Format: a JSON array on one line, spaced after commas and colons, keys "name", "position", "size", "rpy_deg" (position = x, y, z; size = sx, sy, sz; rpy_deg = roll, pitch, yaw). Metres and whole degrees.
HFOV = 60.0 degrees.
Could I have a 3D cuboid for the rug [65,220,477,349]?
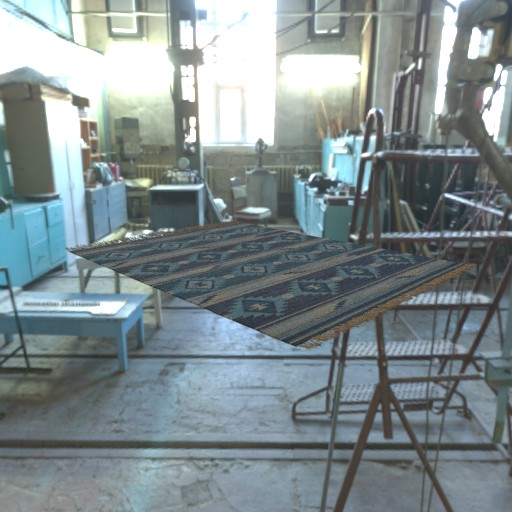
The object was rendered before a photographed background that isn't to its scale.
[{"name": "rug", "position": [0.000, 0.000, 4.331], "size": [2.418, 0.047, 3.307], "rpy_deg": [-14, 20, -43]}]
